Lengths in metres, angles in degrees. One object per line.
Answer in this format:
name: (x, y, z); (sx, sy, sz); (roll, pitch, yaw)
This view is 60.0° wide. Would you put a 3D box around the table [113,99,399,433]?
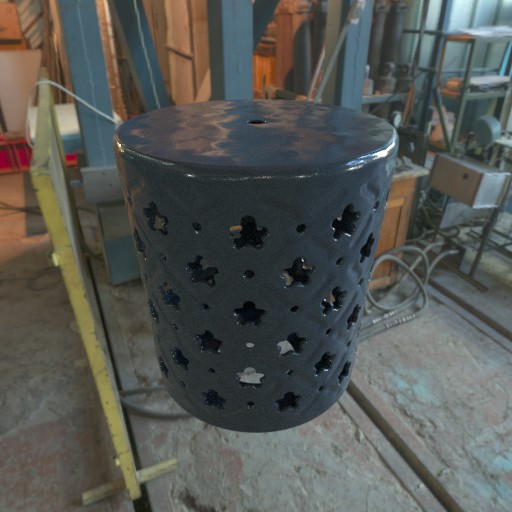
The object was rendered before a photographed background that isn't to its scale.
table: (0.000, 0.000, 0.650); (0.352, 0.387, 0.352); (0, 30, 0)
